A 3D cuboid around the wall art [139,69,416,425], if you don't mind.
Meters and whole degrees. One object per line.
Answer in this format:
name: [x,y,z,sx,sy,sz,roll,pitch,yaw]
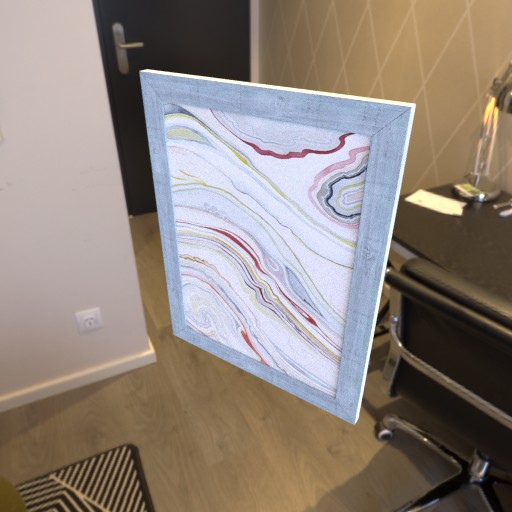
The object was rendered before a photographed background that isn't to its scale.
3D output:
wall art: [0.000,0.000,0.837,0.481,0.613,0.020,19,36,28]
